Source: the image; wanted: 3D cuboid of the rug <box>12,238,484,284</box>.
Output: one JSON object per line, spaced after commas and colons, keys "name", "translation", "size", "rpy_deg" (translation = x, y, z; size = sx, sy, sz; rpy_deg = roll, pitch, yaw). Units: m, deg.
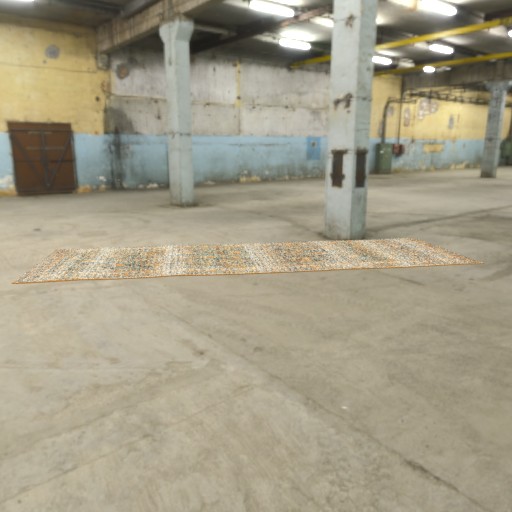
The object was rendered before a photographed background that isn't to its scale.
{"name": "rug", "translation": [0.000, 0.000, 2.463], "size": [2.294, 0.014, 0.704], "rpy_deg": [-2, 13, -9]}
